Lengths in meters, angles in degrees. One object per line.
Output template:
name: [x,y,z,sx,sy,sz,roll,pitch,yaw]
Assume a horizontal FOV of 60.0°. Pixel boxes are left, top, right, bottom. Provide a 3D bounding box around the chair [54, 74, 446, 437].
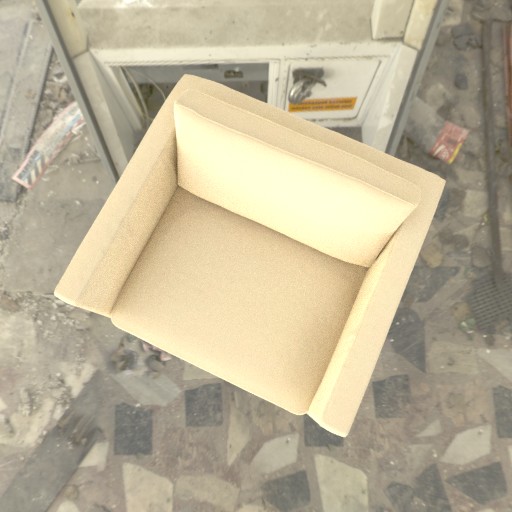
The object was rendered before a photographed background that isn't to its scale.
chair: [0.000,0.000,1.732,1.057,0.851,0.947,24,77,6]
